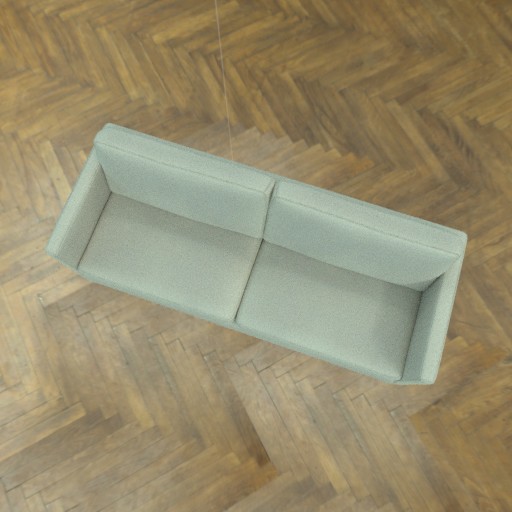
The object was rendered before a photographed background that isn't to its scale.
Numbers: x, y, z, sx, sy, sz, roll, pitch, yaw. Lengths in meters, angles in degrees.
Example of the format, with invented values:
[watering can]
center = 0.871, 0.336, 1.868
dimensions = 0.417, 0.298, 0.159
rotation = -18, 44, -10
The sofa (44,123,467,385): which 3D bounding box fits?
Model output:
[sofa]
center = 0.000, 0.000, 2.864
dimensions = 2.361, 0.968, 0.951
rotation = 18, 75, 5
